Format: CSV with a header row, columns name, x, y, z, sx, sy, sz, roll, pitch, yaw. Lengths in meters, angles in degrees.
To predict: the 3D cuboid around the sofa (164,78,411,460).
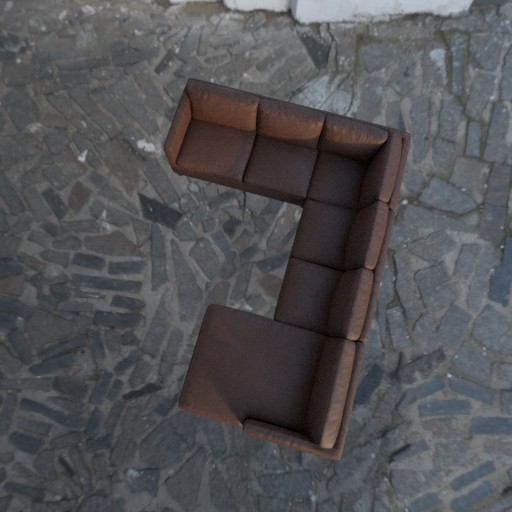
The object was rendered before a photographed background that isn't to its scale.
name,x,y,z,sx,sy,sz,roll,pitch,yaw
sofa,0.000,0.000,4.756,2.593,0.923,3.460,15,77,4
